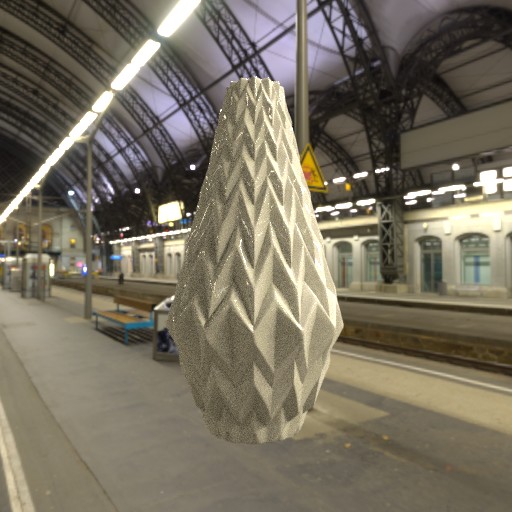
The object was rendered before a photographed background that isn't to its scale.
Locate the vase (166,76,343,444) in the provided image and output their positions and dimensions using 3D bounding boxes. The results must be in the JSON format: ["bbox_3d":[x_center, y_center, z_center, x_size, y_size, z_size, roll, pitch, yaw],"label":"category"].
[{"bbox_3d":[0.000,0.000,0.428,0.167,0.328,0.167,0,-1,0],"label":"vase"}]
